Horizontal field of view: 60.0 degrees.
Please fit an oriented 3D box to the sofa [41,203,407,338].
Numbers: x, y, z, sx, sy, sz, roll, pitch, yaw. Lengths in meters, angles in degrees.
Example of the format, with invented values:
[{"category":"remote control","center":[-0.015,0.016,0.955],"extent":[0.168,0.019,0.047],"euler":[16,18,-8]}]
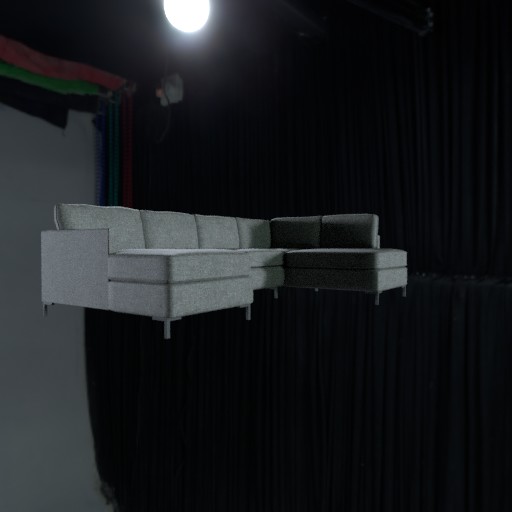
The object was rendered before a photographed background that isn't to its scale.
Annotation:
[{"category":"sofa","center":[0.000,0.000,4.491],"extent":[2.048,0.999,3.423],"euler":[1,1,35]}]
